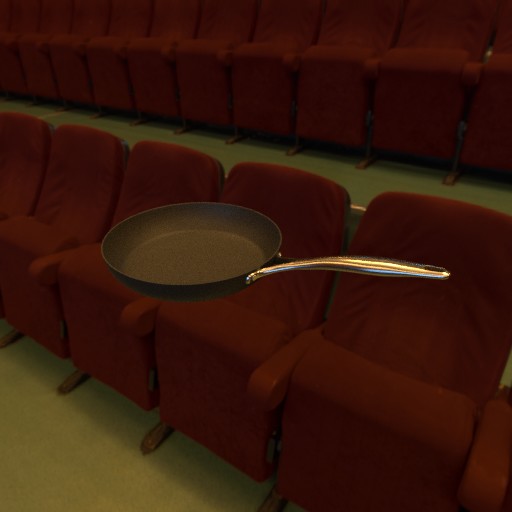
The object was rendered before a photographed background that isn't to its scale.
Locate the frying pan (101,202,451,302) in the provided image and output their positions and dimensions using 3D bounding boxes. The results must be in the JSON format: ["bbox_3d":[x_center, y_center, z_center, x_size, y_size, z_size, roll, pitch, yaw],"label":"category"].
[{"bbox_3d":[0.000,0.000,0.587,0.472,0.105,0.255,18,34,29],"label":"frying pan"}]
